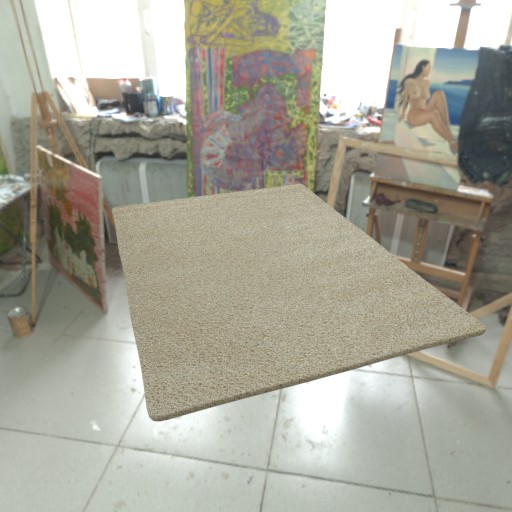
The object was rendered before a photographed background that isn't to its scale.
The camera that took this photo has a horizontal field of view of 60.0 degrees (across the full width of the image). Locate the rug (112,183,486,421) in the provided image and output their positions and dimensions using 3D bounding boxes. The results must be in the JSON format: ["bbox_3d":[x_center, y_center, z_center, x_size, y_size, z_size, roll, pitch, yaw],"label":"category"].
[{"bbox_3d":[0.000,0.000,2.070,1.199,0.025,1.600,-10,31,-17],"label":"rug"}]
